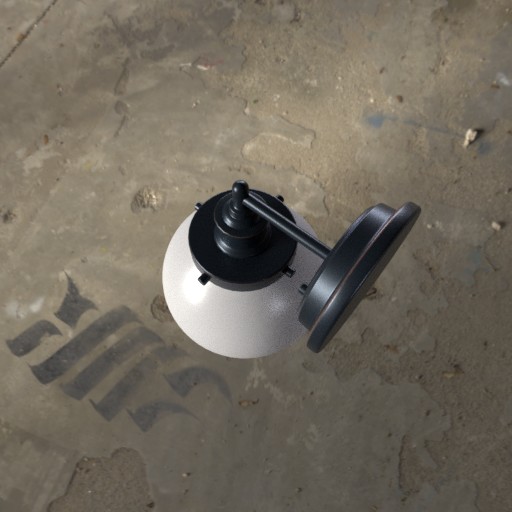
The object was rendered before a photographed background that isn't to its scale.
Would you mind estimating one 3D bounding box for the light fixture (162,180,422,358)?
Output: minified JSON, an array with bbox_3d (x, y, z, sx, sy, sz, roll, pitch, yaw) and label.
[{"bbox_3d":[0.000,0.000,0.467,0.230,0.332,0.197,36,69,16],"label":"light fixture"}]
